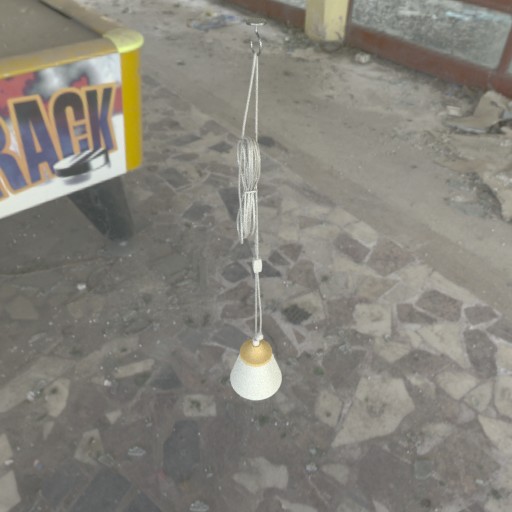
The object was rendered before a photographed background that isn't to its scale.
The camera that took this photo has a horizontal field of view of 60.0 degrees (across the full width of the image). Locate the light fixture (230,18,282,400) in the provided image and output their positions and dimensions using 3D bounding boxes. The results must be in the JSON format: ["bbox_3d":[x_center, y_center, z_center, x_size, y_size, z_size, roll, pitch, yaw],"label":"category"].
[{"bbox_3d":[0.000,0.000,1.001,0.153,0.966,0.153,0,42,0],"label":"light fixture"}]
